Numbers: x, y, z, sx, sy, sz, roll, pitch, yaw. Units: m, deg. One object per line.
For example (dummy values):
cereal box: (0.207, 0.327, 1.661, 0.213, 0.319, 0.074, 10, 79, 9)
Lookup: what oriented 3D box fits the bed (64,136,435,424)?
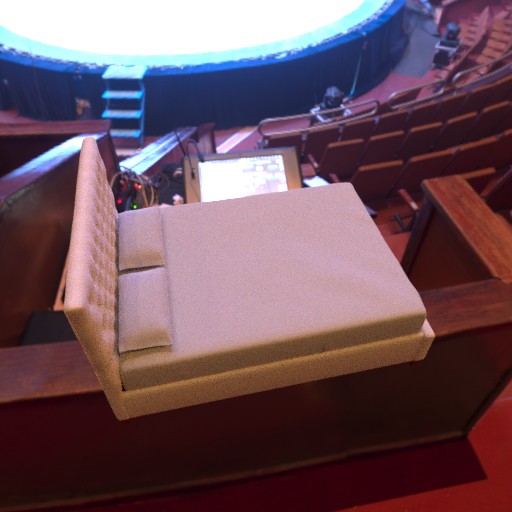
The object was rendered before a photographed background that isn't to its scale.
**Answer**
bed: (0.000, 0.000, 3.480, 2.387, 1.427, 1.698, -9, 47, -8)
